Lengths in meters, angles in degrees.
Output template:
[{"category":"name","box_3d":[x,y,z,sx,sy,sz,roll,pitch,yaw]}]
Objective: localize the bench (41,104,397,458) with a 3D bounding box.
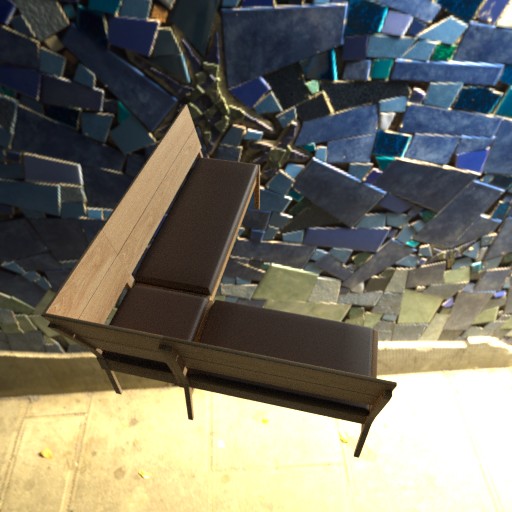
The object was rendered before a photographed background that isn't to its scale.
[{"category":"bench","box_3d":[0.000,0.000,2.818,1.549,0.890,1.975,9,47,8]}]
